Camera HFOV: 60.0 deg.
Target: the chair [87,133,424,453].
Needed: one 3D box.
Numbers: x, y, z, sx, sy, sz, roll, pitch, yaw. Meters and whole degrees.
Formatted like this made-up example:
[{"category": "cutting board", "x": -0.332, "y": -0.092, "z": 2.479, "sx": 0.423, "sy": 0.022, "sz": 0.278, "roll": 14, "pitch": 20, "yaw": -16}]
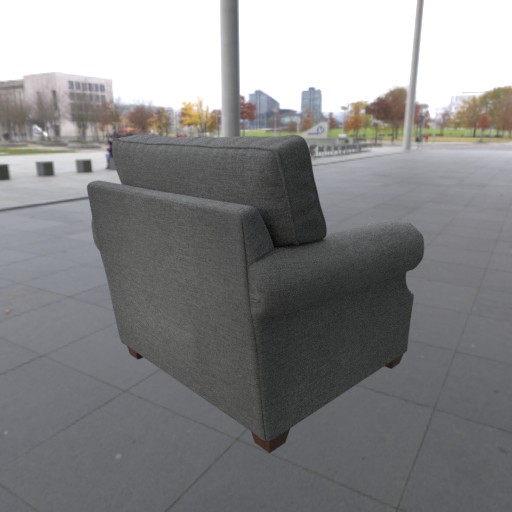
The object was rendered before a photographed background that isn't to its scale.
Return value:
[{"category": "chair", "x": 0.000, "y": 0.000, "z": 1.803, "sx": 0.965, "sy": 0.961, "sz": 1.092, "roll": -14, "pitch": 21, "yaw": -42}]
